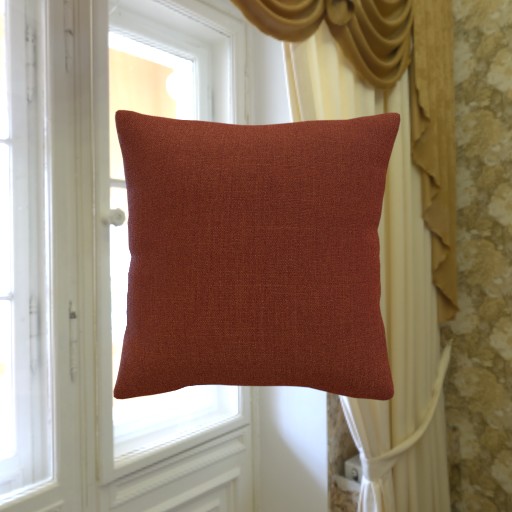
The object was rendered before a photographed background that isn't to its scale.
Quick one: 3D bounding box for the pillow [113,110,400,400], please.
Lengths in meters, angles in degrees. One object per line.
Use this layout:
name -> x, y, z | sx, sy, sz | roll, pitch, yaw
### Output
pillow -> 0.000, 0.000, 0.671 | 0.429, 0.434, 0.159 | 0, 1, -1
